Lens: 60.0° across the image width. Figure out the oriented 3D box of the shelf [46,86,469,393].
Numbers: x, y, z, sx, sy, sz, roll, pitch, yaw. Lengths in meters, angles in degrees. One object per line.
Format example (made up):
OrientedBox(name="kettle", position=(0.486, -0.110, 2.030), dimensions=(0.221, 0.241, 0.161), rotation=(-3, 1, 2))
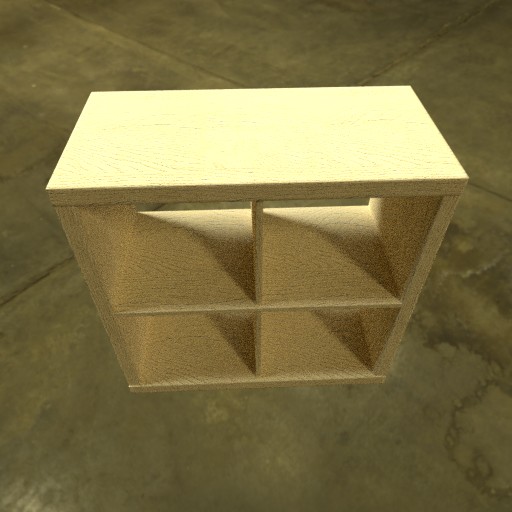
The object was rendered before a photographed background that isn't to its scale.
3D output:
OrientedBox(name="shelf", position=(0.000, 0.000, 1.243), dimensions=(0.790, 0.786, 0.390), rotation=(-2, 46, -2))
